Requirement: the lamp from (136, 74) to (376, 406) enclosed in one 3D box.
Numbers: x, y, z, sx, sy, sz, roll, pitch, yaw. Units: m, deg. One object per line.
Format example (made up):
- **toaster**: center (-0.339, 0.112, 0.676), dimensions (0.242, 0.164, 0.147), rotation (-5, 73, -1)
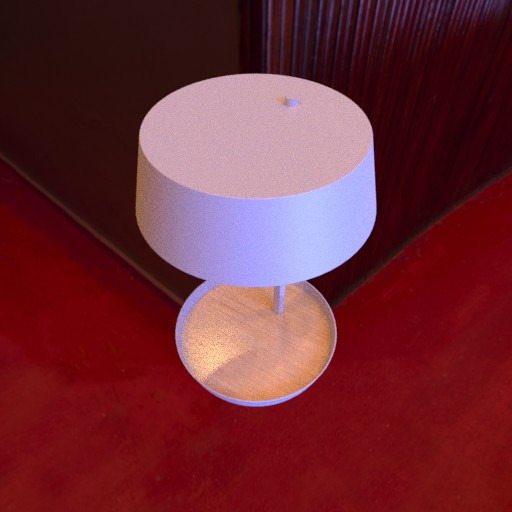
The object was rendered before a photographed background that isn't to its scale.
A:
- **lamp**: center (0.000, 0.000, 0.625), dimensions (0.291, 0.429, 0.291), rotation (0, 47, 0)
